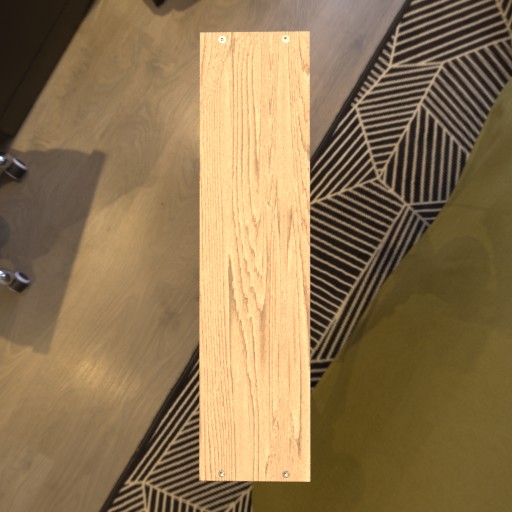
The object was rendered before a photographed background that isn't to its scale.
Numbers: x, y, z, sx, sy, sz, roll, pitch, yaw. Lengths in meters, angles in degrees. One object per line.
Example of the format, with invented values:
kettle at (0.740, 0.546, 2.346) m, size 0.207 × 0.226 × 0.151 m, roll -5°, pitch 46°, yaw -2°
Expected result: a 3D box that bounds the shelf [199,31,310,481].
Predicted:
shelf at (0.000, 0.000, 0.686) m, size 0.150 × 0.170 × 0.610 m, roll 0°, pitch 89°, yaw 1°
